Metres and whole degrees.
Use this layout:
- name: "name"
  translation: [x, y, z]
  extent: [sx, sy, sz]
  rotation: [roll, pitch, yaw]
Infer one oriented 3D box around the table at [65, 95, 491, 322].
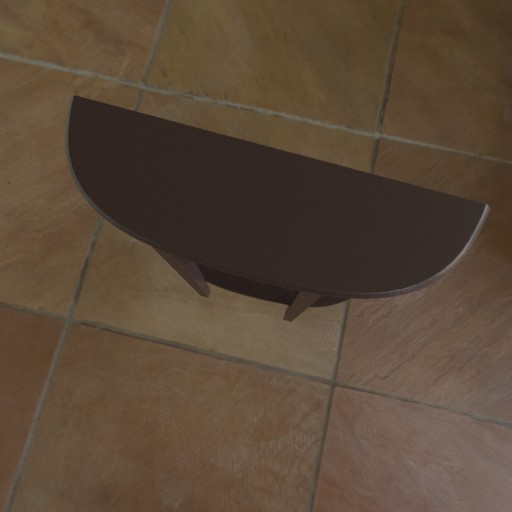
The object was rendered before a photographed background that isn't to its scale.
- name: "table"
  translation: [0.000, 0.000, 1.284]
  extent: [0.909, 0.831, 0.274]
  rotation: [16, 77, 4]
